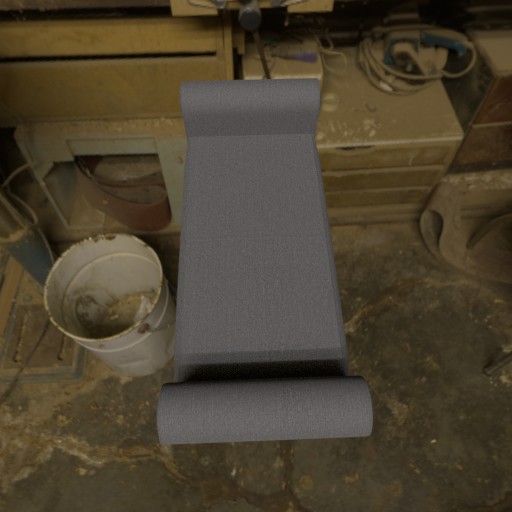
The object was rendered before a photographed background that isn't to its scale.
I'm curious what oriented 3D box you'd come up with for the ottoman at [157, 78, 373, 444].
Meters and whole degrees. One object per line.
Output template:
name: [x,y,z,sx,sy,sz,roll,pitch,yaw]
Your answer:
ottoman: [0.000,0.000,1.552,0.521,0.547,1.256,-2,60,-1]
